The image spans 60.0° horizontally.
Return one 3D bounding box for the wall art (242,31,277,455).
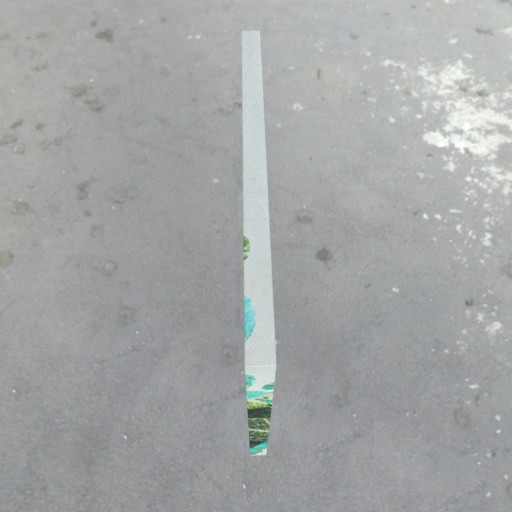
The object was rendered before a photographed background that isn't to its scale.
[{"bbox_3d":[0.000,0.000,0.973,0.043,0.610,0.711,-1,57,-1],"label":"wall art"}]
